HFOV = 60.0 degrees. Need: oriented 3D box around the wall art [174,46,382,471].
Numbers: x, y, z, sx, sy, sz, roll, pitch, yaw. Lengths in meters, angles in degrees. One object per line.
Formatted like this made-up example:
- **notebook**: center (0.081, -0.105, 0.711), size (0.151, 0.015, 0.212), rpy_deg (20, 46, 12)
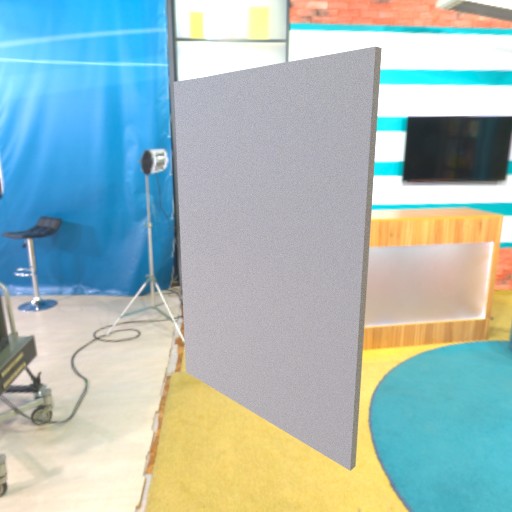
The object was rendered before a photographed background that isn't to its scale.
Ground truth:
- **wall art**: center (0.000, 0.000, 0.675), size (0.013, 0.533, 0.381), rpy_deg (-13, 19, -43)
